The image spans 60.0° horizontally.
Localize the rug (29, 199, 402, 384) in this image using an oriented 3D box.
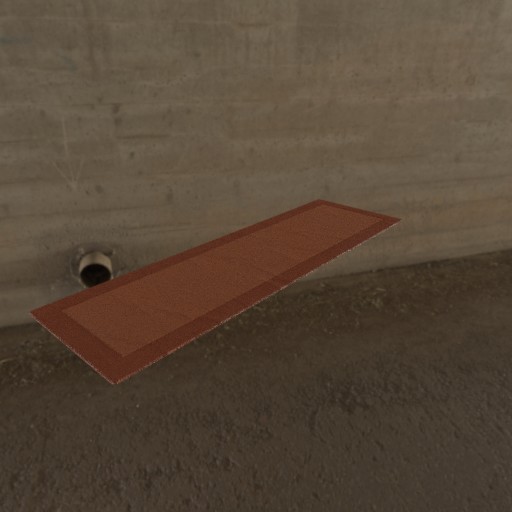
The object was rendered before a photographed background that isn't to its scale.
[{"bbox_3d":[0.000,0.000,2.713,0.914,0.013,2.471,18,30,34],"label":"rug"}]
